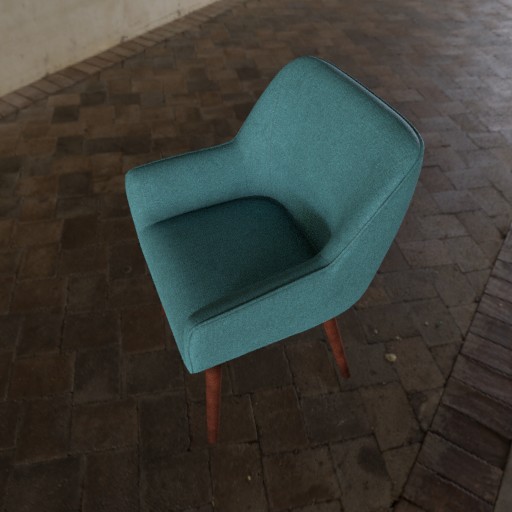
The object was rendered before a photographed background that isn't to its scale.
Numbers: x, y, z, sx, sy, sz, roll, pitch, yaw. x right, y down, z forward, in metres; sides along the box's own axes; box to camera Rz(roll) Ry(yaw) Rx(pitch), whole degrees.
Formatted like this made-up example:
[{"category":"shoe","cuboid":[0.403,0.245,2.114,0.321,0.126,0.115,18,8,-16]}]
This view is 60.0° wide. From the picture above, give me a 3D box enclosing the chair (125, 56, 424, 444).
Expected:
[{"category":"chair","cuboid":[0.000,0.000,1.137,0.519,0.803,0.543,-18,49,-16]}]
